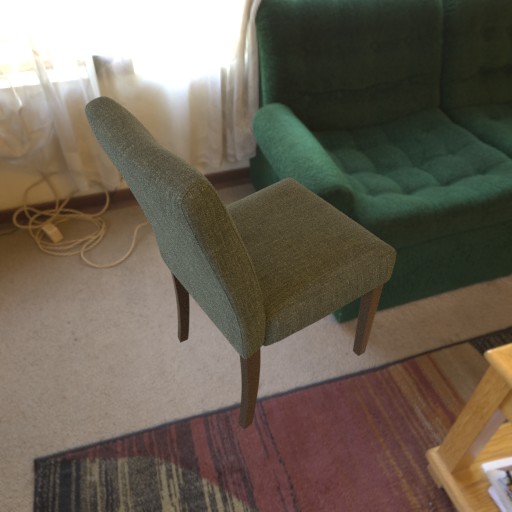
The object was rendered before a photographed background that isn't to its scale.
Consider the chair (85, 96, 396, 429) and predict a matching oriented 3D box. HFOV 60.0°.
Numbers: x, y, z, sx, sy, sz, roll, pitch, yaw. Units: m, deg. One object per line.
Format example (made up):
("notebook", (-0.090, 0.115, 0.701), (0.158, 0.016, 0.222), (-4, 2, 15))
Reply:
("chair", (0.000, 0.000, 1.226), (0.629, 0.884, 0.487), (-25, 48, -26))
